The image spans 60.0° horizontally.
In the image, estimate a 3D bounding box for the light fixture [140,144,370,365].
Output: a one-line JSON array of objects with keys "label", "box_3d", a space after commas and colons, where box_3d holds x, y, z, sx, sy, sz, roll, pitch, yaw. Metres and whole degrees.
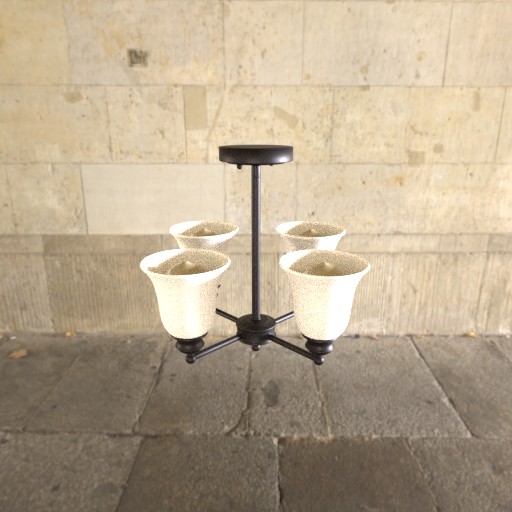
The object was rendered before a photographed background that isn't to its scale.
[{"label": "light fixture", "box_3d": [0.000, 0.000, 1.928, 1.069, 0.925, 1.069, -16, 23, -41]}]
